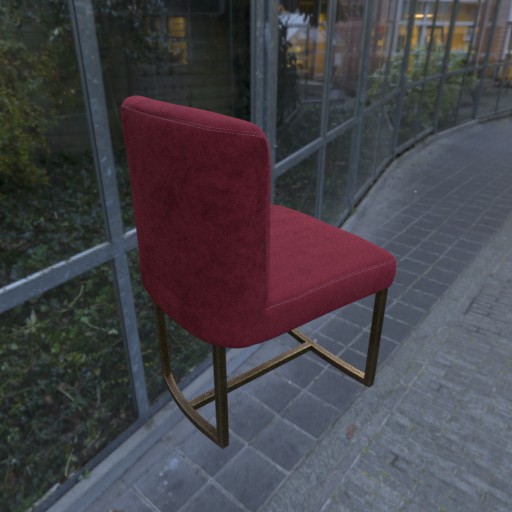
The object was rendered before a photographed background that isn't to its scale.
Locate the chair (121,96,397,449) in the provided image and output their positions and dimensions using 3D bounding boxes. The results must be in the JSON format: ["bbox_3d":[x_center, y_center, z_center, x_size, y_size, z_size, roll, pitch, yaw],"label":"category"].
[{"bbox_3d":[0.000,0.000,1.192,0.560,0.824,0.530,-18,32,-33],"label":"chair"}]
